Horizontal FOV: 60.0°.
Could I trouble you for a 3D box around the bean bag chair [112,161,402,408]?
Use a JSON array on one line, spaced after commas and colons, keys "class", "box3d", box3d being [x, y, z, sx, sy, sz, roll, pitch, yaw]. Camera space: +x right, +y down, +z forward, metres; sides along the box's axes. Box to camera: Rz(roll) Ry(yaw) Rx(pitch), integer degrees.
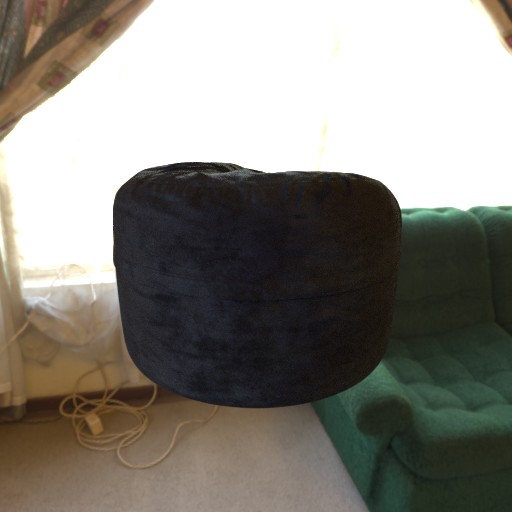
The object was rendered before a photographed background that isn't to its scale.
[{"class": "bean bag chair", "box3d": [0.000, 0.000, 1.488, 0.918, 0.616, 0.918, 0, 16, 0]}]
